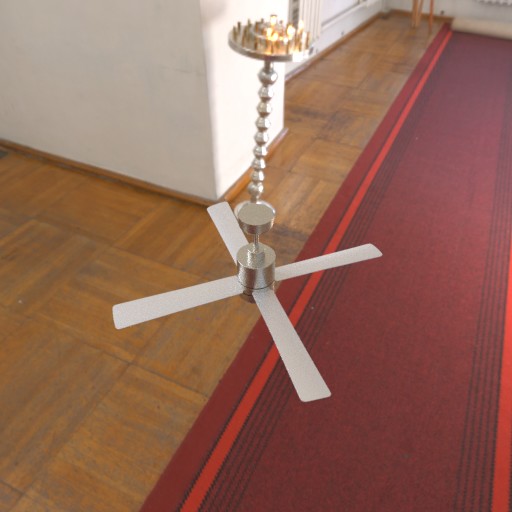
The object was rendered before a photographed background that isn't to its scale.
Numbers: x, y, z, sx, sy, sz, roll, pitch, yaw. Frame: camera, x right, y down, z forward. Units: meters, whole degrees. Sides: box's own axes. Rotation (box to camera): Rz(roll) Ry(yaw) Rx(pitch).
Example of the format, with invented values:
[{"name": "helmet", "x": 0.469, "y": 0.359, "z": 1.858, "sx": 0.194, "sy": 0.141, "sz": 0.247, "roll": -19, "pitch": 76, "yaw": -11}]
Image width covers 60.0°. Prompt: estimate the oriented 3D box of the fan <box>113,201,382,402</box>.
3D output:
[{"name": "fan", "x": 0.000, "y": 0.000, "z": 2.304, "sx": 1.525, "sy": 0.539, "sz": 1.525, "roll": -13, "pitch": 44, "yaw": -14}]
